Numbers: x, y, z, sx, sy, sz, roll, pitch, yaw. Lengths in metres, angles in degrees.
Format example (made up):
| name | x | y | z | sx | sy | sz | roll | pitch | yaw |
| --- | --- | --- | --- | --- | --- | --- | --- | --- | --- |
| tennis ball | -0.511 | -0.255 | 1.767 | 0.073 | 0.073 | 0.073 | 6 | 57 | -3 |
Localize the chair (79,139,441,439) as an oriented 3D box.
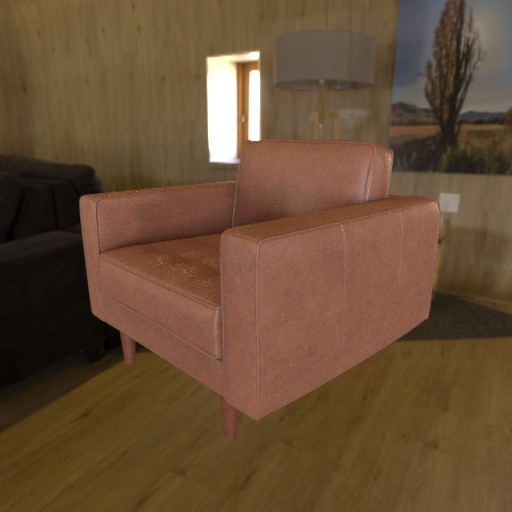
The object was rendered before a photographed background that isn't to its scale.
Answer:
| name | x | y | z | sx | sy | sz | roll | pitch | yaw |
| --- | --- | --- | --- | --- | --- | --- | --- | --- | --- |
| chair | 0.000 | 0.000 | 1.531 | 0.900 | 0.770 | 0.920 | -15 | 22 | -42 |
